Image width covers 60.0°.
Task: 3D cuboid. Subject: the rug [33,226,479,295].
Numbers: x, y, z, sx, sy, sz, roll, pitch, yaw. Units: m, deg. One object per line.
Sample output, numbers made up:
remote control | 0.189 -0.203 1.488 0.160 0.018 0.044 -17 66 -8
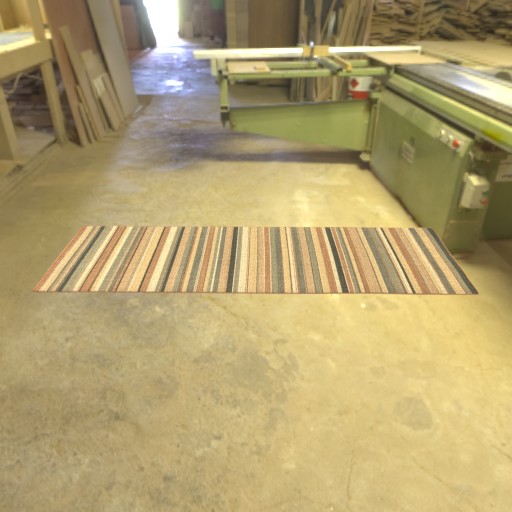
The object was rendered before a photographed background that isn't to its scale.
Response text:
rug | 0.000 0.000 2.753 2.444 0.010 0.799 0 31 1
